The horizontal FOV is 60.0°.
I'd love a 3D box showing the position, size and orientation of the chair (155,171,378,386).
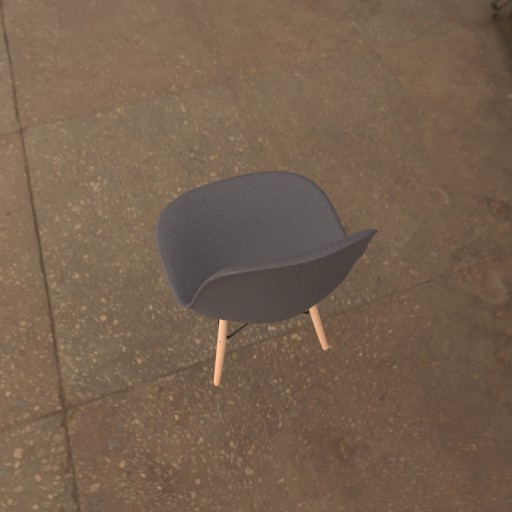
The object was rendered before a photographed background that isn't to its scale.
[{"bbox_3d":[0.000,0.000,1.137,0.470,0.826,0.533,-16,61,-9],"label":"chair"}]
